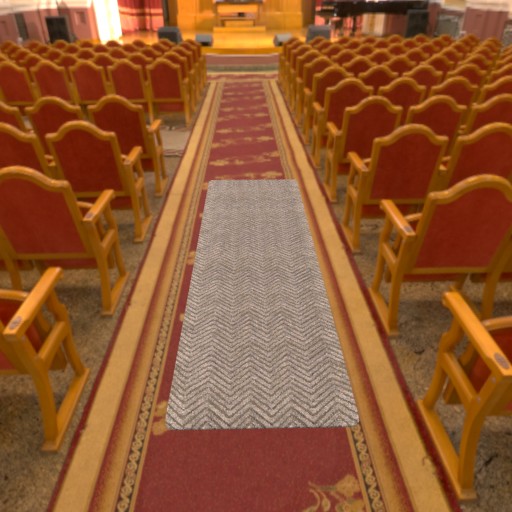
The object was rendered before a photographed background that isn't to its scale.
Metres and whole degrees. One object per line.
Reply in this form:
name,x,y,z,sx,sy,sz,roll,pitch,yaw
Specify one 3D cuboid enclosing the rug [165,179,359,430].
rug,0.000,0.000,2.513,0.686,0.008,2.286,-1,31,-1
